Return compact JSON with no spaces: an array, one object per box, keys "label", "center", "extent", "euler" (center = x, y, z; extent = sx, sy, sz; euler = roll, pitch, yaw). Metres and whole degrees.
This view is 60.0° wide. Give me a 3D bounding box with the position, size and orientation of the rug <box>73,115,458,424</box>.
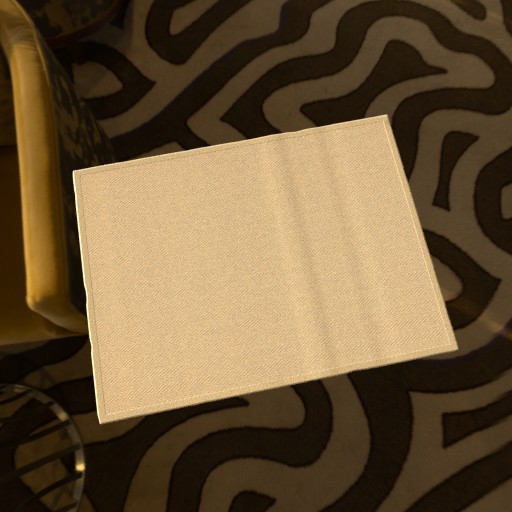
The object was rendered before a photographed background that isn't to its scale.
[{"label":"rug","center":[0.000,0.000,4.734],"extent":[3.659,0.037,2.734],"euler":[-11,76,-3]}]
